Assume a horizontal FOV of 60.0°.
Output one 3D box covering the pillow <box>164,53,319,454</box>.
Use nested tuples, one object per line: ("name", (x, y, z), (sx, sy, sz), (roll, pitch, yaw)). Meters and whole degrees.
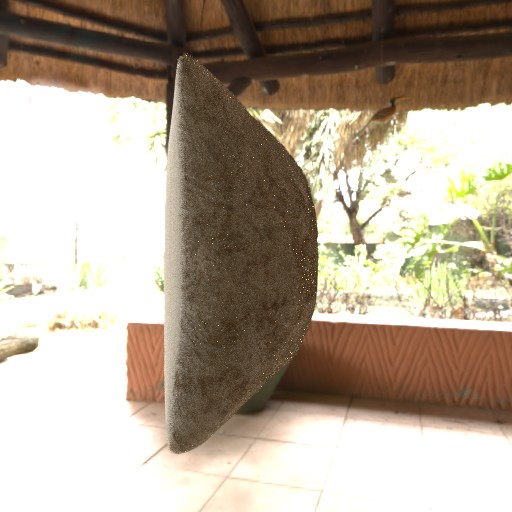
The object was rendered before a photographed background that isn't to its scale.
("pillow", (0.000, 0.000, 0.805), (0.216, 0.525, 0.538), (0, -1, 17))
